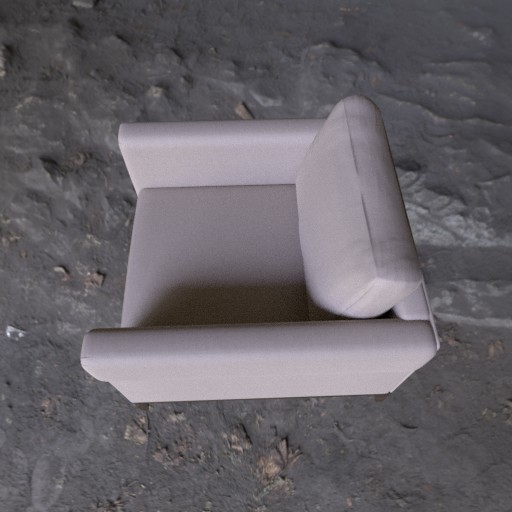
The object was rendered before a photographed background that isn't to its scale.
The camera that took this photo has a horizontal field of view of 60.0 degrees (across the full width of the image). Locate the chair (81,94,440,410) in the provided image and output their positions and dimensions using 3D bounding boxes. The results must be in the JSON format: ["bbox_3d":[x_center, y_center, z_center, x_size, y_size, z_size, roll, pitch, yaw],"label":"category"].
[{"bbox_3d":[0.000,0.000,1.589,0.959,0.838,0.914,-2,59,-1],"label":"chair"}]
